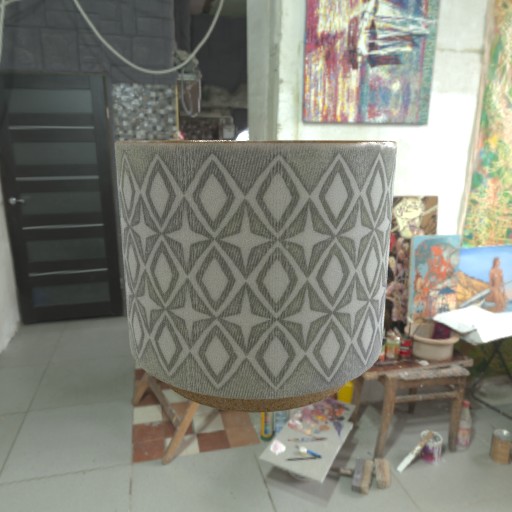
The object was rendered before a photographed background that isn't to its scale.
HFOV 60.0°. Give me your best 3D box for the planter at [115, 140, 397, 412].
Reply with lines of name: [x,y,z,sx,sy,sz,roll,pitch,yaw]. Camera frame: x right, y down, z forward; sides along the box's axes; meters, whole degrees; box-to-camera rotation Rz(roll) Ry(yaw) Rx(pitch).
planter: [0.000,0.000,0.444,0.255,0.223,0.255,0,14,0]
